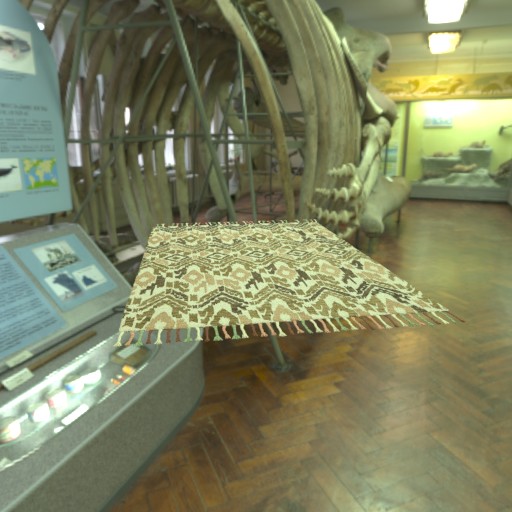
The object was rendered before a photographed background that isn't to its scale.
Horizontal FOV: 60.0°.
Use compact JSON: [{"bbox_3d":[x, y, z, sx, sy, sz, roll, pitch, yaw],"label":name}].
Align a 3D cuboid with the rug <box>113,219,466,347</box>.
[{"bbox_3d":[0.000,0.000,2.961,1.524,0.008,2.438,-2,16,-9],"label":"rug"}]
